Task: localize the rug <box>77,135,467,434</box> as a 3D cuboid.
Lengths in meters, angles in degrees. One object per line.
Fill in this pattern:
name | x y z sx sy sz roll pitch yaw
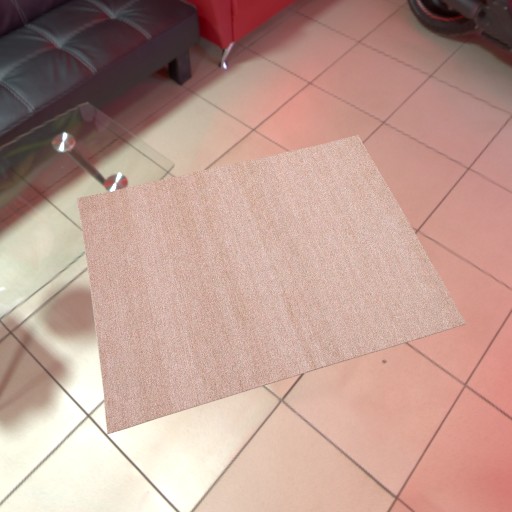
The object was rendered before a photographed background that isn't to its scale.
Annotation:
rug | 0.000 0.000 4.292 3.202 0.045 2.434 -14 60 -8
